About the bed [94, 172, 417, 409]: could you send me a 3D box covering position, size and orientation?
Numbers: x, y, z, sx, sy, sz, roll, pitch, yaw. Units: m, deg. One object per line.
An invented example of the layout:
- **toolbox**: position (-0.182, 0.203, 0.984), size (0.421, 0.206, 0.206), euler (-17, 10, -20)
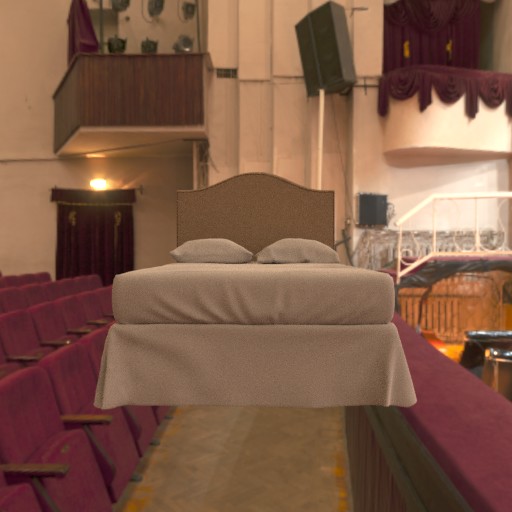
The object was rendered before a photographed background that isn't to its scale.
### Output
- **bed**: position (0.000, 0.000, 3.458), size (1.876, 1.645, 2.221), euler (0, 1, 0)
